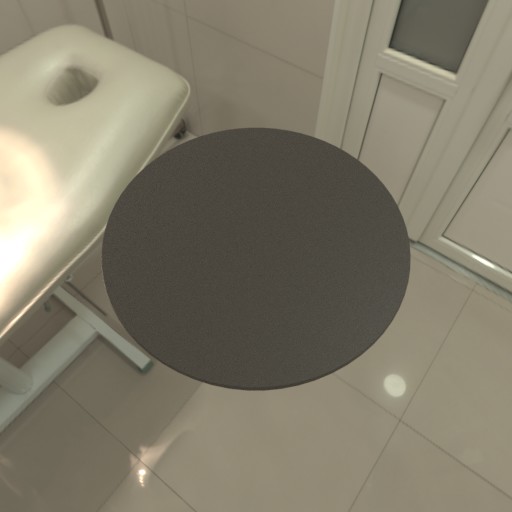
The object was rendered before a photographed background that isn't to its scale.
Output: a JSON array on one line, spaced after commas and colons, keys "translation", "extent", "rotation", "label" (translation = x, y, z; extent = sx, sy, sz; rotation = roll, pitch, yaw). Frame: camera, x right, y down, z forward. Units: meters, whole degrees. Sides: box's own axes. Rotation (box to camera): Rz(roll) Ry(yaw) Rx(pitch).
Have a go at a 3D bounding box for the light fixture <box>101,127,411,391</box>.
[{"translation": [0.000, 0.000, 0.575], "extent": [0.368, 0.100, 0.368], "rotation": [0, 59, 0], "label": "light fixture"}]
